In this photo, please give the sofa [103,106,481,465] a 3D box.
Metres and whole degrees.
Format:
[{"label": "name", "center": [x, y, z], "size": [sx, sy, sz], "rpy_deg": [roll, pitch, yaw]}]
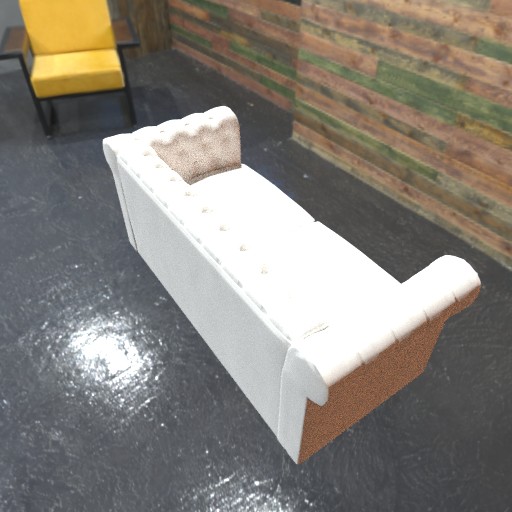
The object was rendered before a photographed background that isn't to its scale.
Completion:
[{"label": "sofa", "center": [0.000, 0.000, 2.189], "size": [0.771, 0.796, 1.798], "rpy_deg": [-25, 48, -25]}]
